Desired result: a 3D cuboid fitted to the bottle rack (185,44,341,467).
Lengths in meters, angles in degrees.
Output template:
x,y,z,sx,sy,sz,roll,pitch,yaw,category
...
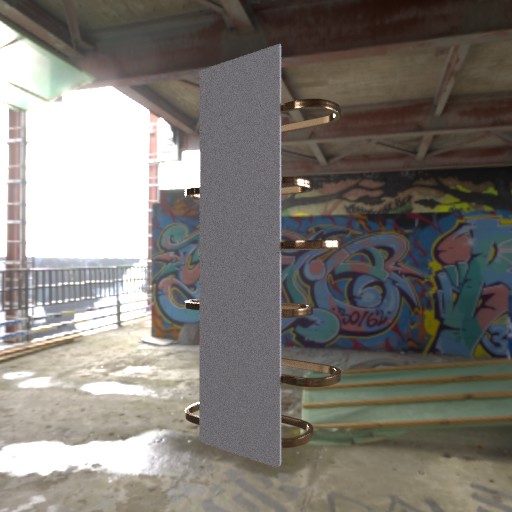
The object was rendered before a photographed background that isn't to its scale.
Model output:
x,y,z,sx,sy,sz,roll,pitch,yaw,category
0.000,0.000,0.840,0.332,0.709,0.118,0,0,36,bottle rack
